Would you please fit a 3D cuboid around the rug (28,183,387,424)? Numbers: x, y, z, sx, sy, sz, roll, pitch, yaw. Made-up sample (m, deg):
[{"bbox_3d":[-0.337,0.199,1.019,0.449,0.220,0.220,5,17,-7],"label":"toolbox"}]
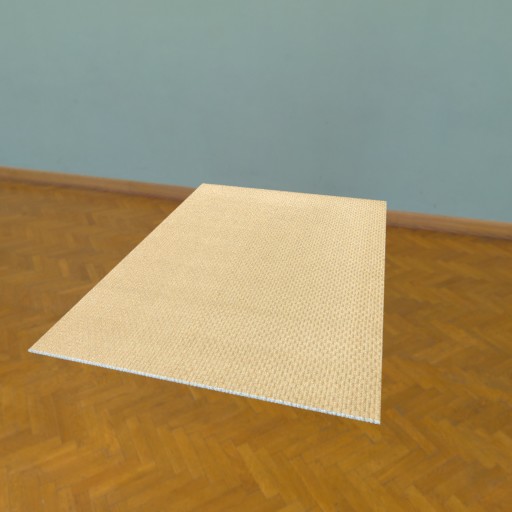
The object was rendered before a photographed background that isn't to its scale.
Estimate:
[{"bbox_3d":[0.000,0.000,2.686,1.509,0.013,2.144,8,31,13],"label":"rug"}]
